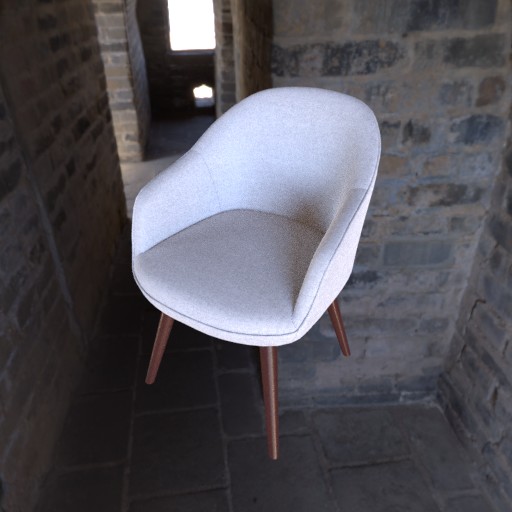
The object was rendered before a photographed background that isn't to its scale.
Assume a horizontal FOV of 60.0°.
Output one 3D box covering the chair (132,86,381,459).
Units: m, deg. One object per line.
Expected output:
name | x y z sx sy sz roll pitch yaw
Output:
chair | 0.000 0.000 1.265 0.596 0.823 0.635 19 36 29
